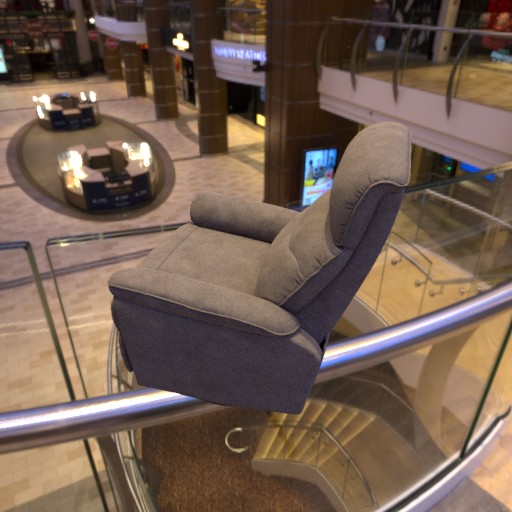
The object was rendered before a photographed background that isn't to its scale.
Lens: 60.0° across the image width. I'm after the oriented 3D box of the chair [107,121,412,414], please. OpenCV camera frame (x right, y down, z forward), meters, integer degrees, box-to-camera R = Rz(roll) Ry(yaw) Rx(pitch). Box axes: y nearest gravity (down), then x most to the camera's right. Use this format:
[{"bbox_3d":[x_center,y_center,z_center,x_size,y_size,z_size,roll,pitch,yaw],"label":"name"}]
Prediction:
[{"bbox_3d":[0.000,0.000,1.745,1.009,1.036,0.830,9,32,15],"label":"chair"}]
